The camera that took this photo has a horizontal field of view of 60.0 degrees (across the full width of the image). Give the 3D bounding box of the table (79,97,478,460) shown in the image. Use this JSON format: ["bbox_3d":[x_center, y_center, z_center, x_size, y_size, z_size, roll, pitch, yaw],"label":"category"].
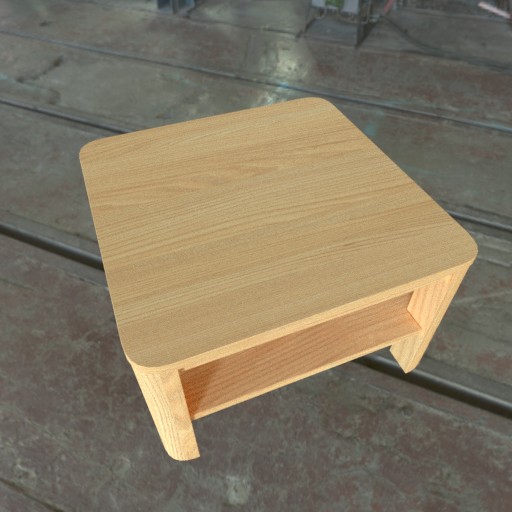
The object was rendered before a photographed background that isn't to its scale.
[{"bbox_3d":[0.000,0.000,1.224,0.750,0.450,0.750,-16,49,-15],"label":"table"}]
